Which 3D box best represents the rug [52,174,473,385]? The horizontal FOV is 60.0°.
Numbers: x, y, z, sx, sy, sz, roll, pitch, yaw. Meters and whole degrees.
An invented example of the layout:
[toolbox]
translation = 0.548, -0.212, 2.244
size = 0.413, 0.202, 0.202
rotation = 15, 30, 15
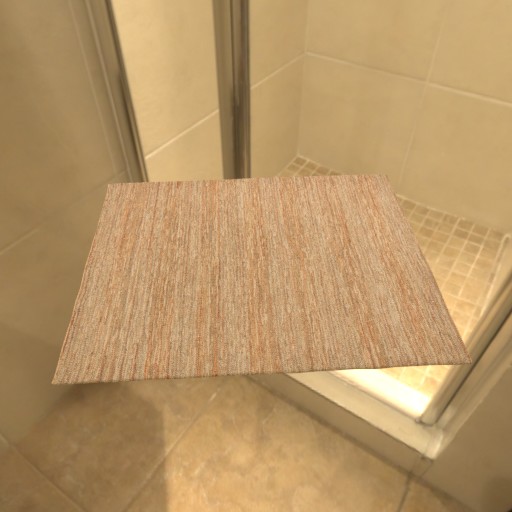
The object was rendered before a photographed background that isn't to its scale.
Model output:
[rug]
translation = 0.000, 0.000, 3.864
size = 2.939, 0.009, 2.313
rotation = -2, 45, -2
